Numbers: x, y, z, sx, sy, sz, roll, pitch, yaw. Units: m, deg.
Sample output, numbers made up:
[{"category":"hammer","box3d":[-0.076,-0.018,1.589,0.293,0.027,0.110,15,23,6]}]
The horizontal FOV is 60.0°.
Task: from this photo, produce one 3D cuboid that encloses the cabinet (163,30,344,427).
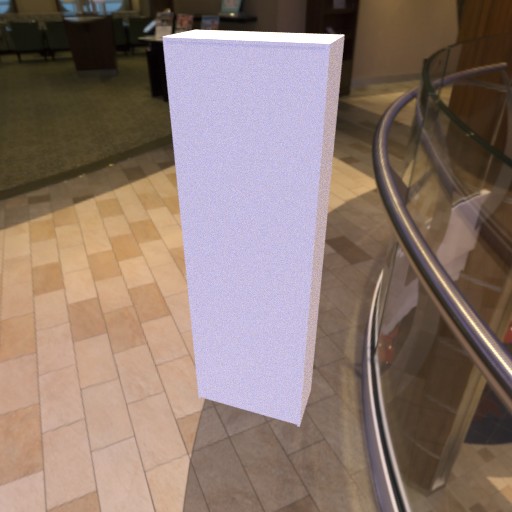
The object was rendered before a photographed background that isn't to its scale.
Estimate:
[{"category":"cabinet","box3d":[0.000,0.000,1.821,0.520,1.630,0.255,10,33,16]}]
